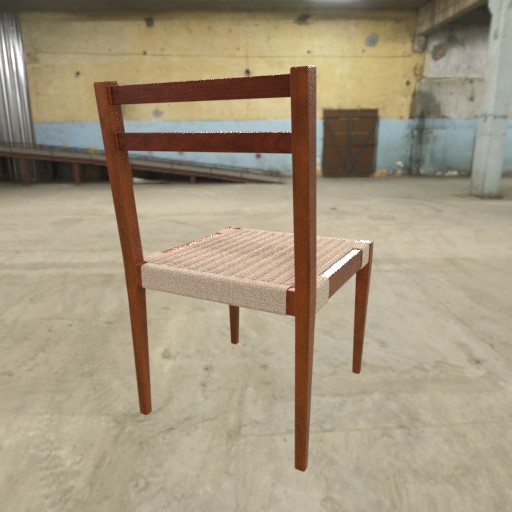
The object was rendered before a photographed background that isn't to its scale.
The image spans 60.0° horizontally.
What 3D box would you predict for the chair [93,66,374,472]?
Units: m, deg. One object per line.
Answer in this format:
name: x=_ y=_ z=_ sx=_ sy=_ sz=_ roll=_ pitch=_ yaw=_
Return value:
chair: x=0.000 y=0.000 z=1.189 sx=0.495 sy=0.851 sz=0.569 roll=8 pitch=17 yaw=27
